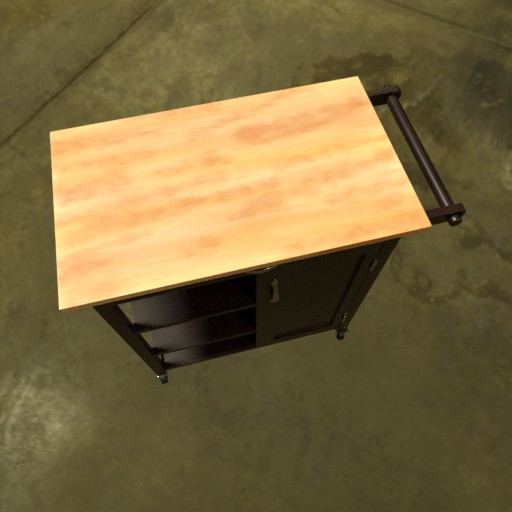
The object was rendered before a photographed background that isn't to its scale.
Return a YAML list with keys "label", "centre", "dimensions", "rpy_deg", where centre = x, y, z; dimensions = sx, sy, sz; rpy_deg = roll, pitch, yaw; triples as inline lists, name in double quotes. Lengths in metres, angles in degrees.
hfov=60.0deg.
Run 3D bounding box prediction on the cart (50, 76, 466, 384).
- label: "cart"
  centre: [0.000, 0.000, 1.414]
  dimensions: [0.914, 0.878, 0.472]
  rpy_deg: [-13, 64, -6]
